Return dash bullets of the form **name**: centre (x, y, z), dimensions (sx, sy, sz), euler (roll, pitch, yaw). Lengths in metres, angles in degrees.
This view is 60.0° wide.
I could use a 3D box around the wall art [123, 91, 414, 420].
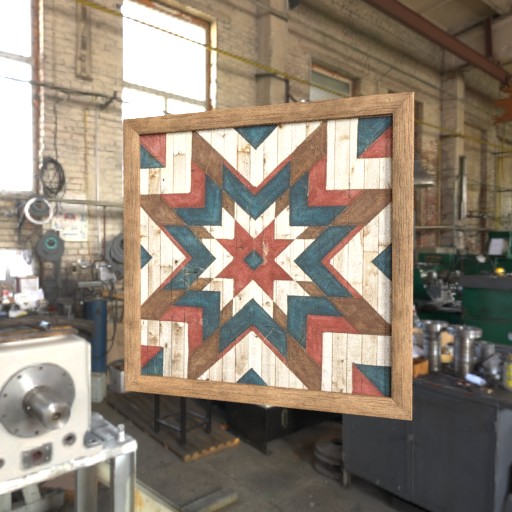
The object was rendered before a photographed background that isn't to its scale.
- **wall art**: centre (0.000, 0.000, 1.041), dimensions (0.695, 0.691, 0.029), euler (0, 1, 17)
